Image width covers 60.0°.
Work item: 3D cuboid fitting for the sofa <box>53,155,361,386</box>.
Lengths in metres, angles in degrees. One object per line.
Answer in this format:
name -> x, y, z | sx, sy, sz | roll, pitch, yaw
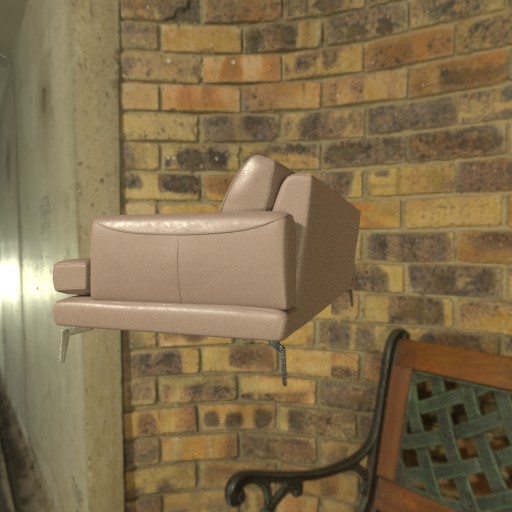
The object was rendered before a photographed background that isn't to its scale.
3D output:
sofa -> 0.000, 0.000, 2.404 | 0.974, 0.765, 1.940 | 1, 2, 19
